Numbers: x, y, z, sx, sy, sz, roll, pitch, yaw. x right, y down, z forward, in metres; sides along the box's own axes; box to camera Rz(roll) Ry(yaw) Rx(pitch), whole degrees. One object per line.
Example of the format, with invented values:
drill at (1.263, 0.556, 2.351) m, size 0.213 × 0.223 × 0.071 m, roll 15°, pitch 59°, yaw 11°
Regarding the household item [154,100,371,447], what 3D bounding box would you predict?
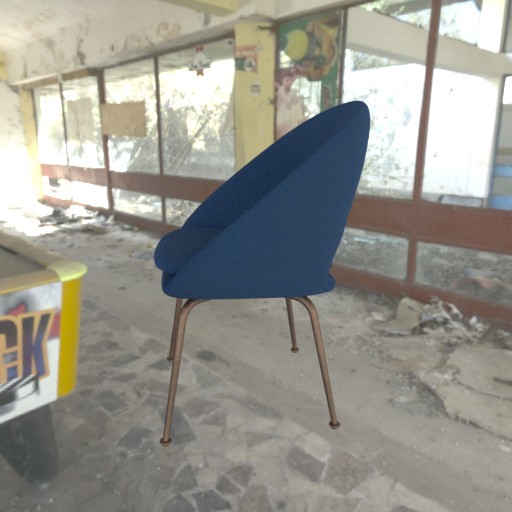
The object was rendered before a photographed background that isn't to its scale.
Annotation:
household item at (0.000, 0.000, 1.281) m, size 0.573 × 0.852 × 0.623 m, roll -2°, pitch 15°, yaw -9°
